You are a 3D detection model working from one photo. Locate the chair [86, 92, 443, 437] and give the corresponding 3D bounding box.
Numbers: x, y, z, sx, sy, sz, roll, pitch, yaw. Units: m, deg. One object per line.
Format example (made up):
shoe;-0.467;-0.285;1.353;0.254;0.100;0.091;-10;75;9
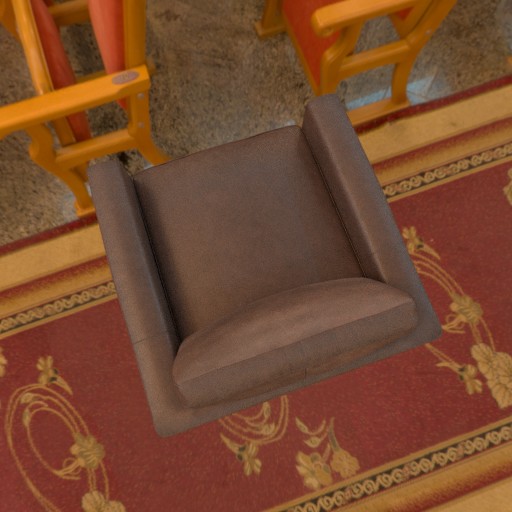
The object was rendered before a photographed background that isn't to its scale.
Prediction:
chair;0.000;0.000;1.795;1.100;0.812;1.069;-18;76;-5
